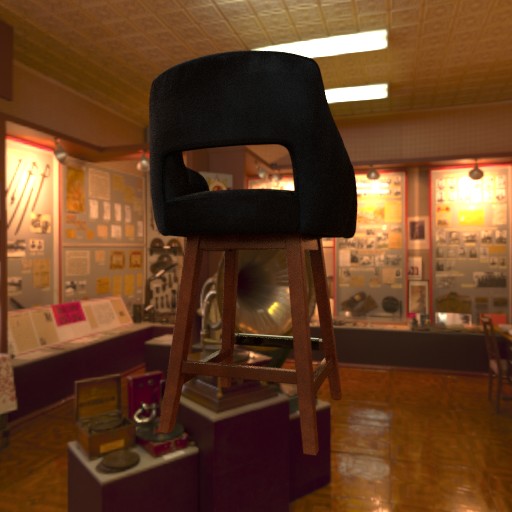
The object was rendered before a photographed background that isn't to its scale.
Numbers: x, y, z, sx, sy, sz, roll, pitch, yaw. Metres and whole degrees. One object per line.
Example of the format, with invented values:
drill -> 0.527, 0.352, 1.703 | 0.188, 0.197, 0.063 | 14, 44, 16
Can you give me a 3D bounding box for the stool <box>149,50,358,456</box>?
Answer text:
stool -> 0.000, 0.000, 1.278 | 0.550, 0.940, 0.560 | 0, 1, 19
